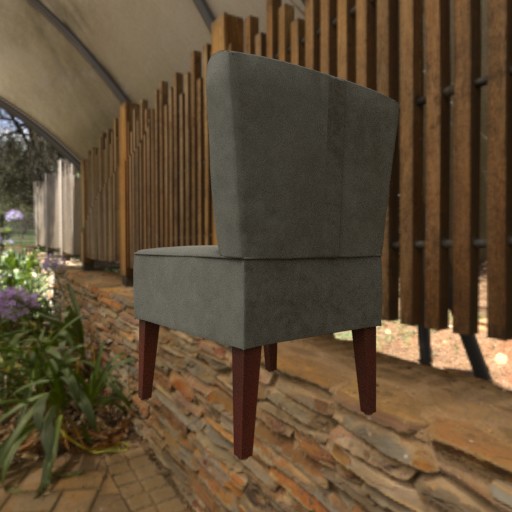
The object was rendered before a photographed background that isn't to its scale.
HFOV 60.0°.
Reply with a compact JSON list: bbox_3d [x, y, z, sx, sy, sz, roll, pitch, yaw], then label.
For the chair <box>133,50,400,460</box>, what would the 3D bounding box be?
[{"bbox_3d":[0.000,0.000,1.180,0.521,0.806,0.554,-1,2,-36],"label":"chair"}]
